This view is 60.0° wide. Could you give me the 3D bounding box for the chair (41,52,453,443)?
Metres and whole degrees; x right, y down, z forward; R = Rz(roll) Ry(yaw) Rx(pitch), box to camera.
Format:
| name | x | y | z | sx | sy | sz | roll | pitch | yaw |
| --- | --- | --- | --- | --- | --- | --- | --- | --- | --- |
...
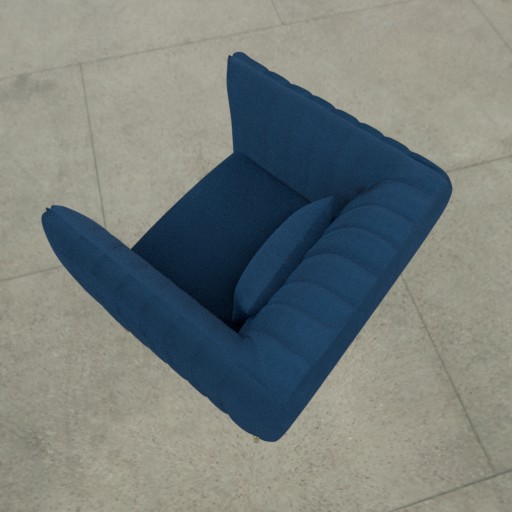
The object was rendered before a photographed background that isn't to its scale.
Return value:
| name | x | y | z | sx | sy | sz | roll | pitch | yaw |
| --- | --- | --- | --- | --- | --- | --- | --- | --- | --- |
| chair | 0.000 | 0.000 | 1.575 | 0.877 | 0.793 | 0.947 | 36 | 69 | 16 |
